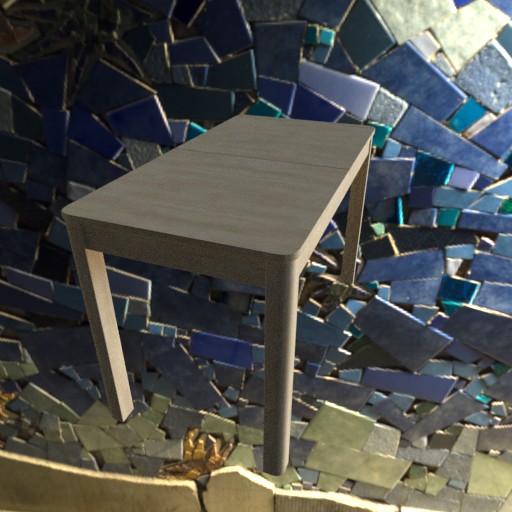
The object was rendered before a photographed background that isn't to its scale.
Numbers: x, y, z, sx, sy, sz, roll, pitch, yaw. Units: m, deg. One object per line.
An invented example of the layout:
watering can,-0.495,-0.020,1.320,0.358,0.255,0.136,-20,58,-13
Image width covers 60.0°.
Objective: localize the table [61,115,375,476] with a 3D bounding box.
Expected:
table,0.000,0.000,1.995,0.750,0.900,1.400,11,32,18
